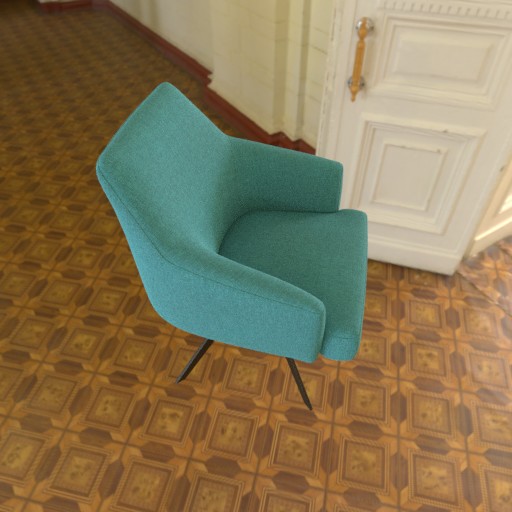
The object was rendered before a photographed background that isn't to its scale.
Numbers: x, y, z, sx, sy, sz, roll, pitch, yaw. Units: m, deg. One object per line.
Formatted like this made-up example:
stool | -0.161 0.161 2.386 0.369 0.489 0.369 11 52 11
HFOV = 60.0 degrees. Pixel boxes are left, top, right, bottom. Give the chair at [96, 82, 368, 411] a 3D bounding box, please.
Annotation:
chair | 0.000 0.000 1.368 0.677 0.874 0.642 9 46 8
